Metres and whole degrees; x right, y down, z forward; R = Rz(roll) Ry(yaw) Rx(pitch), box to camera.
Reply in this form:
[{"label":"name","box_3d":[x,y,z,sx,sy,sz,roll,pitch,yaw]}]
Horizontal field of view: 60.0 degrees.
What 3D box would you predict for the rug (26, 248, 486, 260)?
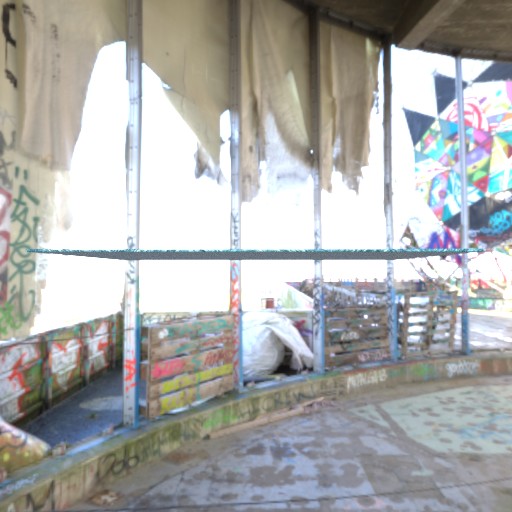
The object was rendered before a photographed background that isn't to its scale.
[{"label":"rug","box_3d":[0.000,0.000,2.931,2.277,0.015,1.490,0,-2,1]}]
